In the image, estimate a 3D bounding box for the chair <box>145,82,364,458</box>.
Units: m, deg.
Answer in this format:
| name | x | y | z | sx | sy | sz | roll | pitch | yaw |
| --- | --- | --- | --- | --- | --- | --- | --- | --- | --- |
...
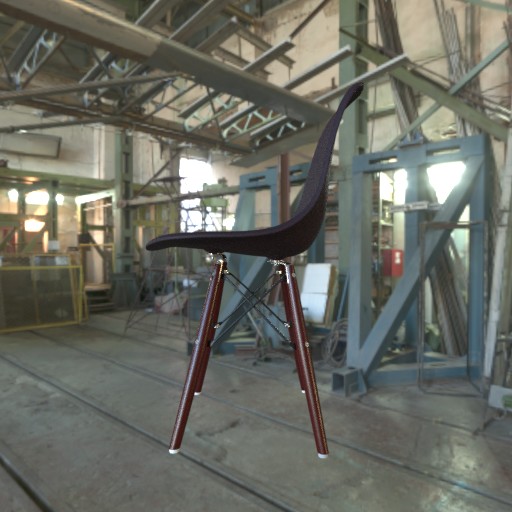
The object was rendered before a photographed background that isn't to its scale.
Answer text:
| name | x | y | z | sx | sy | sz | roll | pitch | yaw |
| --- | --- | --- | --- | --- | --- | --- | --- | --- | --- |
| chair | 0.000 | 0.000 | 1.126 | 0.533 | 0.826 | 0.470 | 0 | 1 | -1 |
